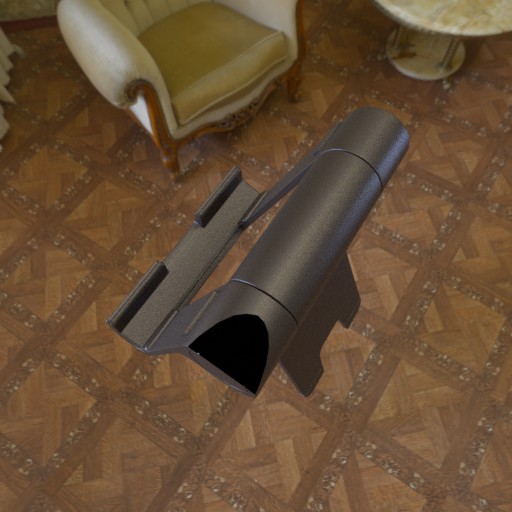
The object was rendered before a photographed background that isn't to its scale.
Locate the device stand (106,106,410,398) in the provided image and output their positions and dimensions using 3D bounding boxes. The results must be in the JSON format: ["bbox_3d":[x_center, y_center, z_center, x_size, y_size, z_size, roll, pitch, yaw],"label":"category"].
[{"bbox_3d":[0.000,0.000,0.153,0.079,0.084,0.088,30,67,14],"label":"device stand"}]
